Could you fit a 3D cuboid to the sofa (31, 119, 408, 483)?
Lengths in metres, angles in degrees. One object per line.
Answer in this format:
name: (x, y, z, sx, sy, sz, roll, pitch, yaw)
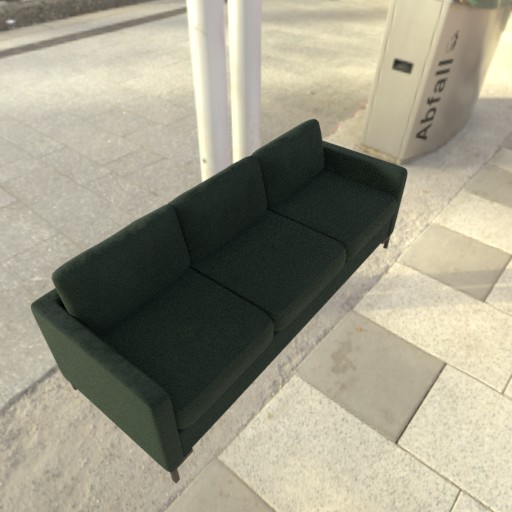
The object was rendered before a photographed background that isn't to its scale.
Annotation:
sofa: (0.000, 0.000, 2.583, 0.859, 0.870, 2.218, 27, 47, 28)
